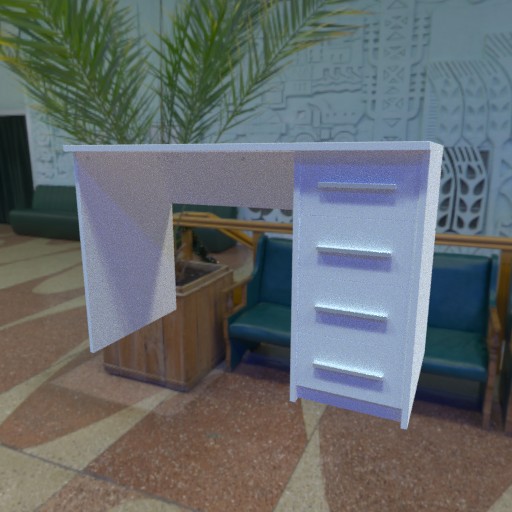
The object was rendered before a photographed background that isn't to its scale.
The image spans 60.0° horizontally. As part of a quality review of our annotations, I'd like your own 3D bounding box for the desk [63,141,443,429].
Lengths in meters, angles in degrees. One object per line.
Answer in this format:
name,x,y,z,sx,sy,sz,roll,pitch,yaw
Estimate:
desk,0.000,0.000,1.512,1.096,0.730,0.560,6,14,24
